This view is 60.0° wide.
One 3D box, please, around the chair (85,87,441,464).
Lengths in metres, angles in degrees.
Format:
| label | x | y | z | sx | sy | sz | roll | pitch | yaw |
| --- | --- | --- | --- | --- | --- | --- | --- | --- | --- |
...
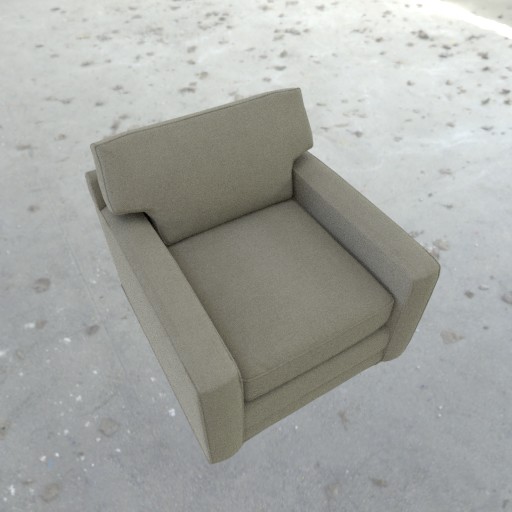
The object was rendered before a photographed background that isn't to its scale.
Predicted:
| label | x | y | z | sx | sy | sz | roll | pitch | yaw |
| --- | --- | --- | --- | --- | --- | --- | --- | --- | --- |
| chair | 0.000 | 0.000 | 1.829 | 0.999 | 0.934 | 1.044 | -23 | 51 | -20 |
